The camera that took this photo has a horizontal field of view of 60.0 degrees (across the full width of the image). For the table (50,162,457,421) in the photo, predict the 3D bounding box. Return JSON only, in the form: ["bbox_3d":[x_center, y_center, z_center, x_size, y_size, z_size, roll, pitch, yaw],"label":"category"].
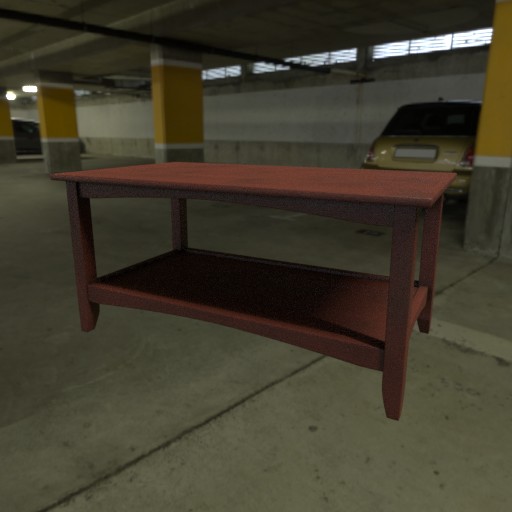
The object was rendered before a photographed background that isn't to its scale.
[{"bbox_3d":[0.000,0.000,1.239,0.943,0.456,0.533,8,18,27],"label":"table"}]
